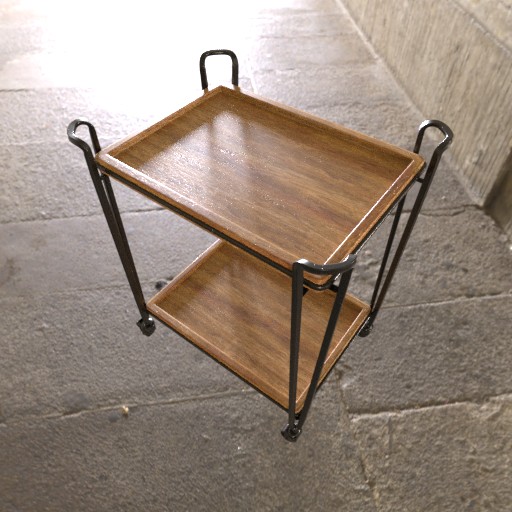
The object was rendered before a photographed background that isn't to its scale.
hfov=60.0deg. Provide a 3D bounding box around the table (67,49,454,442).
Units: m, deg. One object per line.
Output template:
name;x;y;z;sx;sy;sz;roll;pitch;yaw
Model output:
table;0.000;0.000;1.196;0.672;0.785;0.505;29;54;24
